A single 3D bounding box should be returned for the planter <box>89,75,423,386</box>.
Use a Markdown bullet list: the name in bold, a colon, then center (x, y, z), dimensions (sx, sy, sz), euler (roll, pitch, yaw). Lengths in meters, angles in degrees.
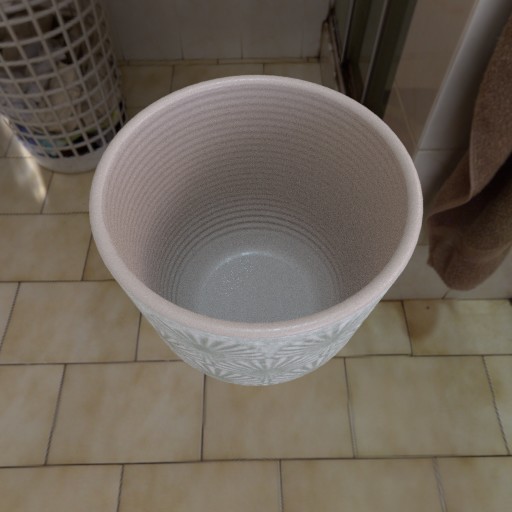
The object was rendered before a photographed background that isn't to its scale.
- **planter**: center (0.000, 0.000, 0.292), dimensions (0.170, 0.152, 0.170), euler (0, 59, 0)
